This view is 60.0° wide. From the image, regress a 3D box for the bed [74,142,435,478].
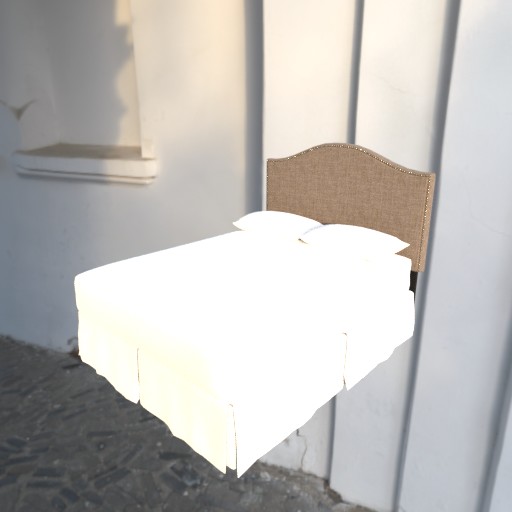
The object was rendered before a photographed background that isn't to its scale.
[{"bbox_3d":[0.000,0.000,3.251,1.713,1.518,2.153,16,24,41],"label":"bed"}]
